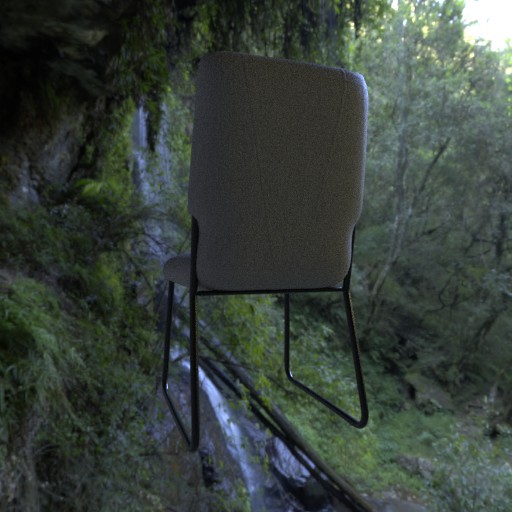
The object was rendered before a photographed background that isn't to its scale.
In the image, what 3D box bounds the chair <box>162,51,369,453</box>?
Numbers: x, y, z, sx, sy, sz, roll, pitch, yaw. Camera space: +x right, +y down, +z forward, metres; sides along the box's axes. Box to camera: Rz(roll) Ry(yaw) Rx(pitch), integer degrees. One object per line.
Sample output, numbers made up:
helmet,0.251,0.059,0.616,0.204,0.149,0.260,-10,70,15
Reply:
chair,0.000,0.000,1.204,0.448,0.864,0.560,0,0,-19
